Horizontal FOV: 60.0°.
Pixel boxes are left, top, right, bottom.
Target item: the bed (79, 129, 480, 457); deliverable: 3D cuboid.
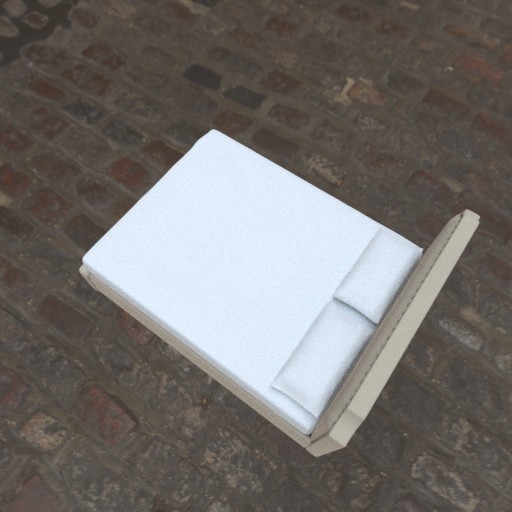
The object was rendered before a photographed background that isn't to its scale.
[{"bbox_3d":[0.000,0.000,3.352,2.329,1.415,1.703,33,68,15],"label":"bed"}]
